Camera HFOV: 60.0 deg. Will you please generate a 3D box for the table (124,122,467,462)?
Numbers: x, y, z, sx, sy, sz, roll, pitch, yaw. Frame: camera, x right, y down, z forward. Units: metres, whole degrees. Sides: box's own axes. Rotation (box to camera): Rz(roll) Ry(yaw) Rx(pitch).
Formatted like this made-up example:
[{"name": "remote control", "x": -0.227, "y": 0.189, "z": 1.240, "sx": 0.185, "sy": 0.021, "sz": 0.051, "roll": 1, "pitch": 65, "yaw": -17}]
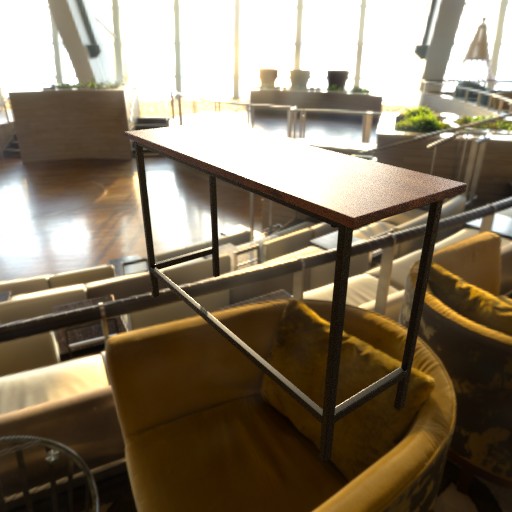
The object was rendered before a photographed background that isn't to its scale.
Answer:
[{"name": "table", "x": 0.000, "y": 0.000, "z": 1.579, "sx": 0.408, "sy": 0.740, "sz": 1.204, "roll": -18, "pitch": 31, "yaw": -32}]
